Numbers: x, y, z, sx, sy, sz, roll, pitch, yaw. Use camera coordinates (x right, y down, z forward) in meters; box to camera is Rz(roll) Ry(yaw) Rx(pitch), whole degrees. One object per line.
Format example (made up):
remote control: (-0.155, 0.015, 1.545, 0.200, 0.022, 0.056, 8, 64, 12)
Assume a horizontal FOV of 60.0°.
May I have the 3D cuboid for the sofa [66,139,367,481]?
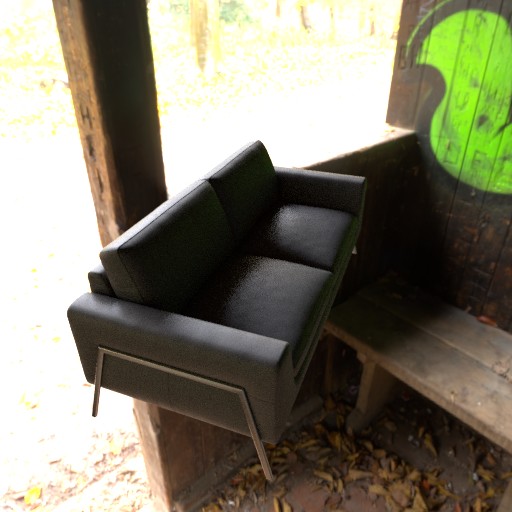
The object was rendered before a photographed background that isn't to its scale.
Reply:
sofa: (0.000, 0.000, 2.581, 0.953, 0.875, 2.017, 11, 33, 18)
